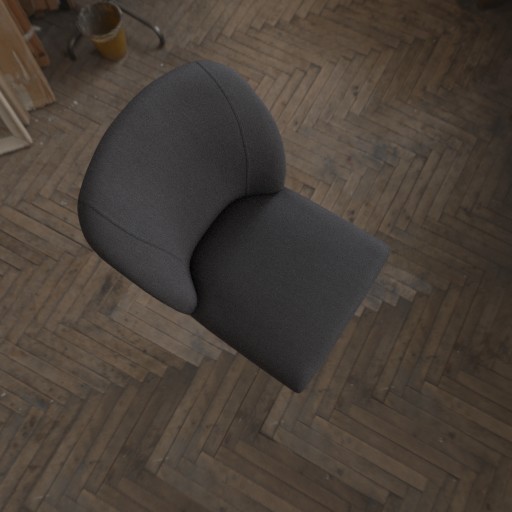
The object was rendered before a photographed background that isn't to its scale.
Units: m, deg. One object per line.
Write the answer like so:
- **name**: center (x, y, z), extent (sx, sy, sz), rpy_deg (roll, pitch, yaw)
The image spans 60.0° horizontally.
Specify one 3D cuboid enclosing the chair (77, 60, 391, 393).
- **chair**: center (0.000, 0.000, 1.224), extent (0.619, 0.879, 0.506), rpy_deg (34, 78, 8)
